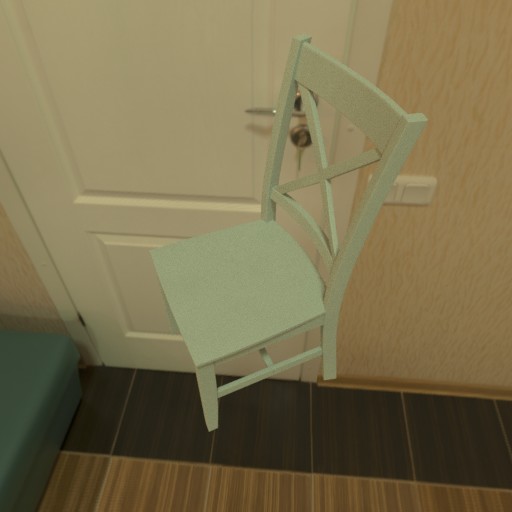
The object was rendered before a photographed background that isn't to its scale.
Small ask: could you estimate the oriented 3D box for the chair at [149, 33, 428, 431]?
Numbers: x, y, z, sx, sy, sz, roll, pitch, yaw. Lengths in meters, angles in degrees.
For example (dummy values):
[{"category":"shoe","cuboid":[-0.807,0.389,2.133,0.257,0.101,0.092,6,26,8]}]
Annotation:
[{"category":"chair","cuboid":[0.000,0.000,1.271,0.542,0.983,0.485,-18,49,-17]}]
